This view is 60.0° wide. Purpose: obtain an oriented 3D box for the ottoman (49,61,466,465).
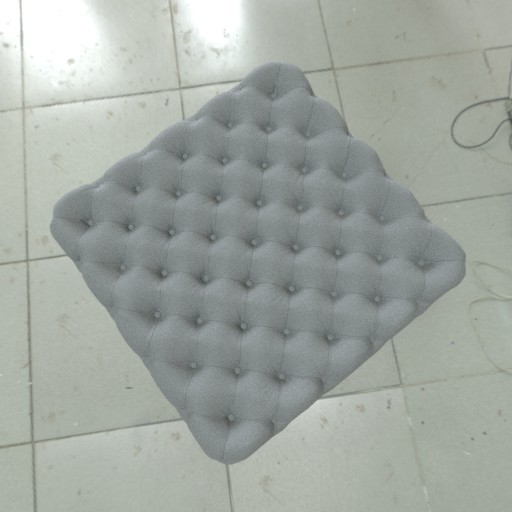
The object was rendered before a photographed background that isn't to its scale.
[{"bbox_3d":[0.000,0.000,1.431,0.917,0.439,0.911,-37,79,-8],"label":"ottoman"}]
